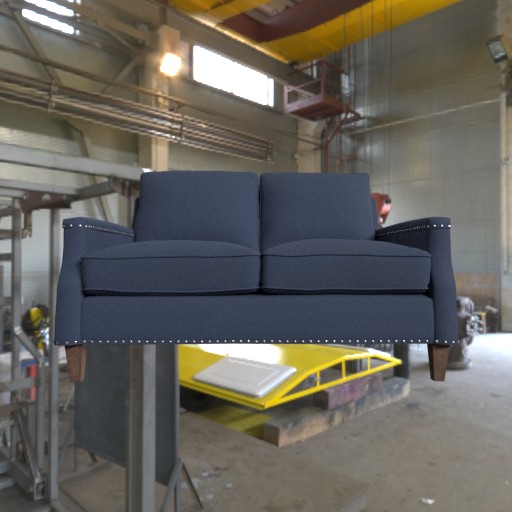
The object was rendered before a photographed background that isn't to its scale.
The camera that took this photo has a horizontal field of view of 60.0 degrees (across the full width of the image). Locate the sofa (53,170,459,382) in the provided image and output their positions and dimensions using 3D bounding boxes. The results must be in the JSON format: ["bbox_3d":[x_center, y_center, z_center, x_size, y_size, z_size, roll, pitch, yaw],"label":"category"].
[{"bbox_3d":[0.000,0.000,2.248,1.597,1.003,1.084,0,-1,0],"label":"sofa"}]
